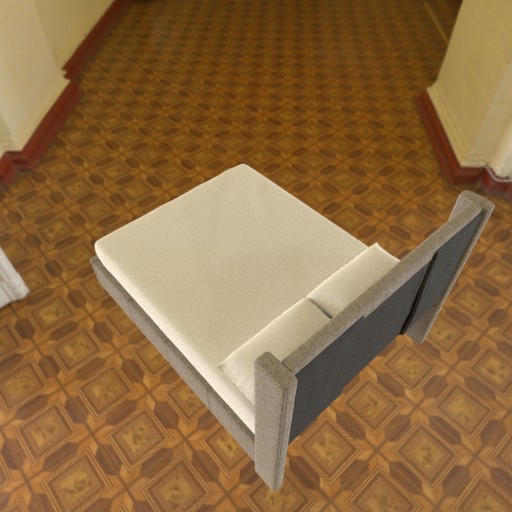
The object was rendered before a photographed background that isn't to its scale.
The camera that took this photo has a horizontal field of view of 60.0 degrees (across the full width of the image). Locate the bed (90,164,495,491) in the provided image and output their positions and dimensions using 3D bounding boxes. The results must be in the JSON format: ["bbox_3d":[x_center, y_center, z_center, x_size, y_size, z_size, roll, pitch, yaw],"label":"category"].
[{"bbox_3d":[0.000,0.000,3.263,1.714,1.481,2.245,-34,56,-27],"label":"bed"}]
